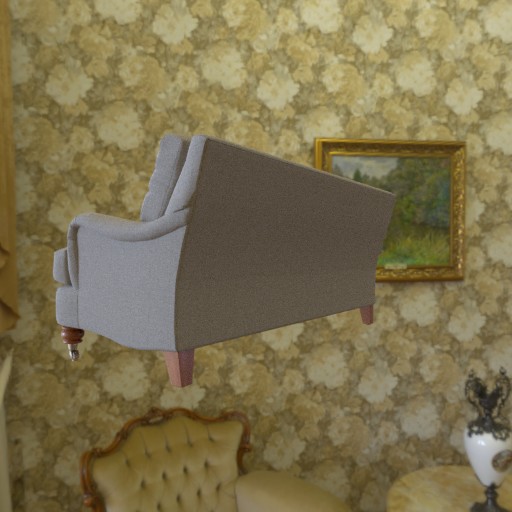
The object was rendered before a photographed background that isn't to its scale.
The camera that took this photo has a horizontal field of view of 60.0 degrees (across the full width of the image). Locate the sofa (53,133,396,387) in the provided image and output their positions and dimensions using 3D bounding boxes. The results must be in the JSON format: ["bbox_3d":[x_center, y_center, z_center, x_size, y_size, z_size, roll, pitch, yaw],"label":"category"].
[{"bbox_3d":[0.000,0.000,2.793,1.087,1.054,2.160,0,0,36],"label":"sofa"}]
